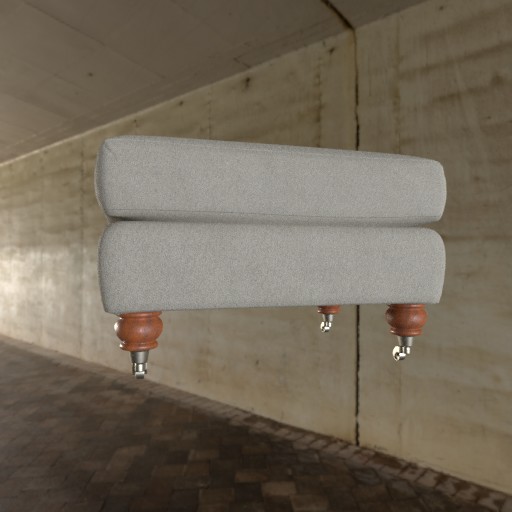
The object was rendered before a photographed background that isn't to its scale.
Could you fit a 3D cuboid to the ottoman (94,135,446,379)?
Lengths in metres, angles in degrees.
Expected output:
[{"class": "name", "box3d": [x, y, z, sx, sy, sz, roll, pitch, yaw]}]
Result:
[{"class": "ottoman", "box3d": [0.000, 0.000, 1.158, 0.773, 0.504, 0.569, 0, 0, -16]}]
